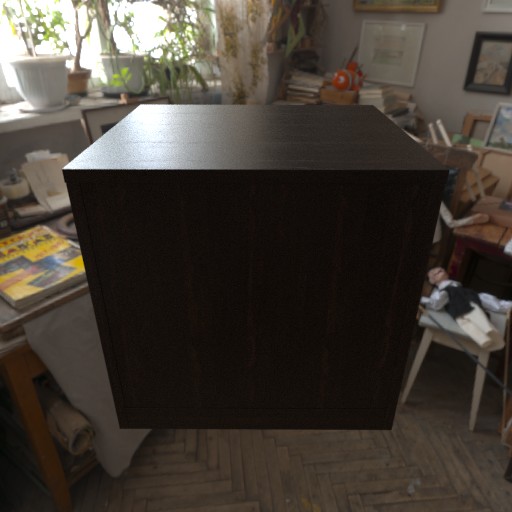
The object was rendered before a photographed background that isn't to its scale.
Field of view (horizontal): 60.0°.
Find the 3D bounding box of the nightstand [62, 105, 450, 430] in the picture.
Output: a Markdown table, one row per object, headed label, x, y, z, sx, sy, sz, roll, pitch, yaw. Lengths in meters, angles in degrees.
| label | x | y | z | sx | sy | sz | roll | pitch | yaw |
| --- | --- | --- | --- | --- | --- | --- | --- | --- | --- |
| nightstand | 0.000 | 0.000 | 0.862 | 0.489 | 0.487 | 0.427 | 0 | 29 | 0 |
